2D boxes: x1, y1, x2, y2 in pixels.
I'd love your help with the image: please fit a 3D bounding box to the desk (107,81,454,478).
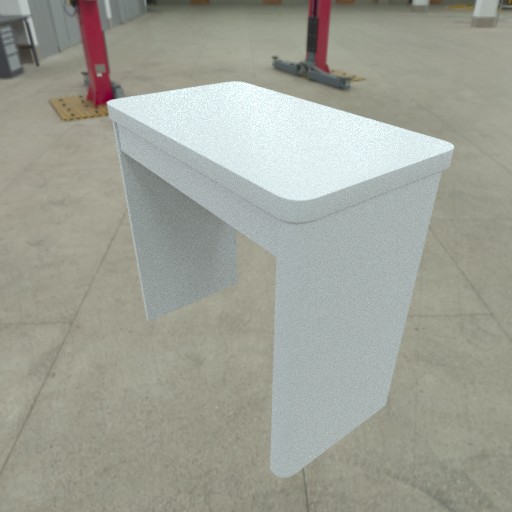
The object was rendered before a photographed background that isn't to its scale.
[{"bbox_3d":[0.000,0.000,1.248,0.446,0.760,0.790,-22,39,-30],"label":"desk"}]
